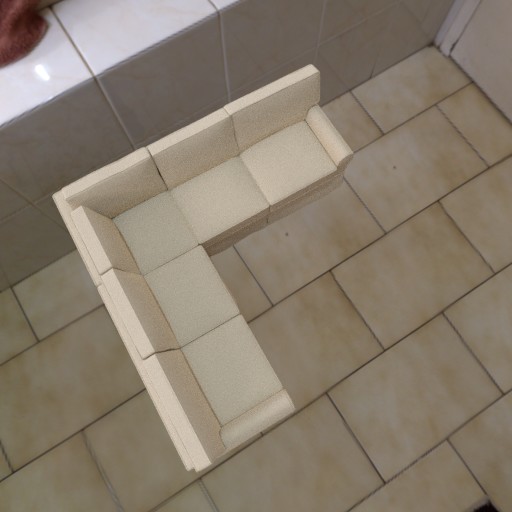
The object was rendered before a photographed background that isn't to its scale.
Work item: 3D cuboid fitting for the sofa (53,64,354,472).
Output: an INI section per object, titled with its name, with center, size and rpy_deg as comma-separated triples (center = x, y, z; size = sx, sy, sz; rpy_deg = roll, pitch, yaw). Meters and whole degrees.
[sofa]
center = 0.000, 0.000, 3.991
size = 2.597, 1.070, 2.591
rpy_deg = -29, 77, -8
